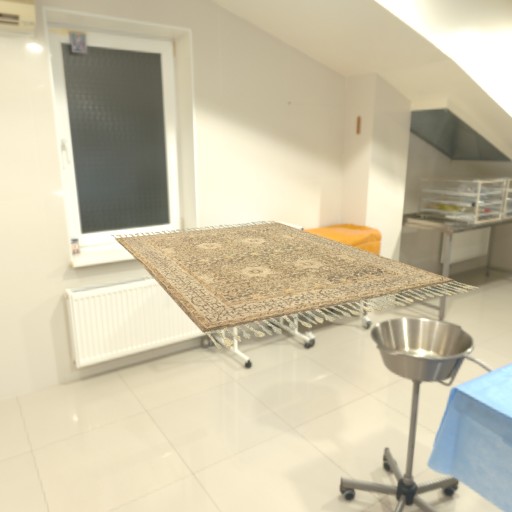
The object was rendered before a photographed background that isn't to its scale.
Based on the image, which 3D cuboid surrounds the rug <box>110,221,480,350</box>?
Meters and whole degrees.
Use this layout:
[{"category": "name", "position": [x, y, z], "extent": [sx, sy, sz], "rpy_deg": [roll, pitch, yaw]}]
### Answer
[{"category": "rug", "position": [0.000, 0.000, 3.187], "extent": [1.619, 0.023, 2.465], "rpy_deg": [-8, 17, -26]}]
